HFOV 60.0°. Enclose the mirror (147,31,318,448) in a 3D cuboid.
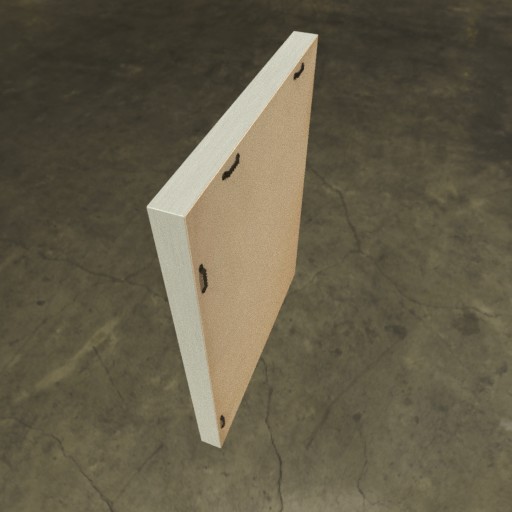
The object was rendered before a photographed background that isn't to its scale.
[{"bbox_3d":[0.000,0.000,0.675,0.041,0.508,0.405,15,49,14],"label":"mirror"}]
